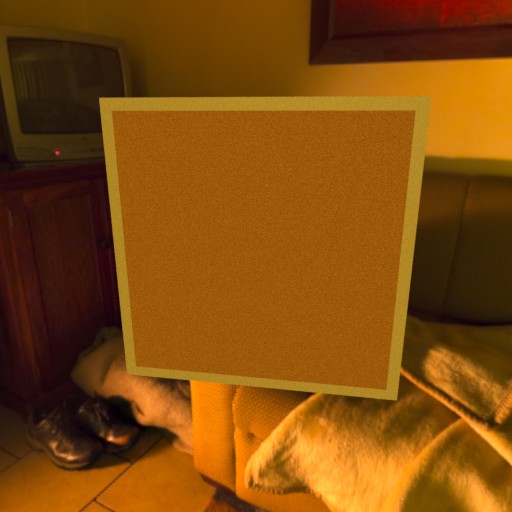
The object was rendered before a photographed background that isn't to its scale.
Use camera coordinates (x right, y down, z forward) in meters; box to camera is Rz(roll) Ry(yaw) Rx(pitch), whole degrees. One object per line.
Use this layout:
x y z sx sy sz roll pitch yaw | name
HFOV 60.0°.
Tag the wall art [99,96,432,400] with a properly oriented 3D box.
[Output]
0.000 0.000 0.676 0.456 0.457 0.009 3 18 9 | wall art
